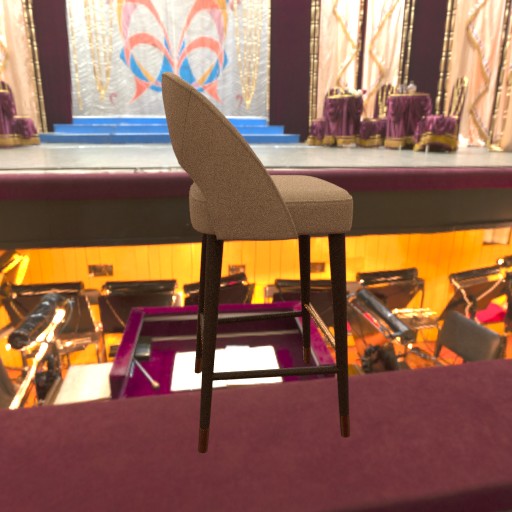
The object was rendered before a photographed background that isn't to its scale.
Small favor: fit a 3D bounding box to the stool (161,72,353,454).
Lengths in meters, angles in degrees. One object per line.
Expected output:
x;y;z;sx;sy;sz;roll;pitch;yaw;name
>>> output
0.000;0.000;1.362;0.509;1.037;0.494;-3;17;-9;stool
